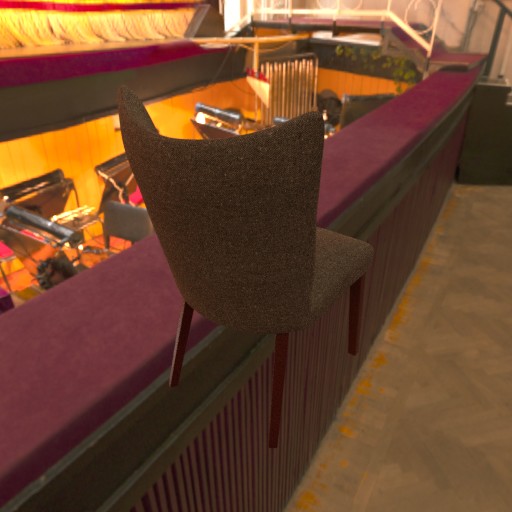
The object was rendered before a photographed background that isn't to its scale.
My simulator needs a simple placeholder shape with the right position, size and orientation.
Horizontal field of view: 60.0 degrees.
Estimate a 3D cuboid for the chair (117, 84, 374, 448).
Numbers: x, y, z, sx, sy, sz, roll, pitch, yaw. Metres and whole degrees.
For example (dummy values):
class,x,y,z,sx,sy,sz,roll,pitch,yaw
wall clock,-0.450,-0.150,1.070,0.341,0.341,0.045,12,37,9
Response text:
class,x,y,z,sx,sy,sz,roll,pitch,yaw
chair,0.000,0.000,1.261,0.535,0.924,0.623,20,35,30
